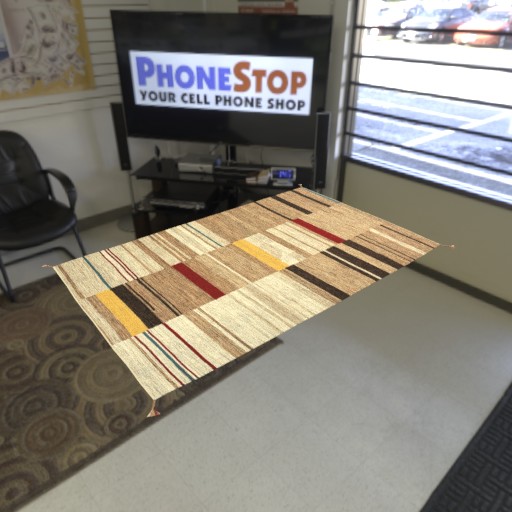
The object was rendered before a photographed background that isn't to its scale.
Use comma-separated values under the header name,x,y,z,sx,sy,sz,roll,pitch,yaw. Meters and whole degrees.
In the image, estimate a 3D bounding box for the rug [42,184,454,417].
name,x,y,z,sx,sy,sz,roll,pitch,yaw
rug,0.000,0.000,2.421,1.918,0.007,1.268,-22,37,-33
